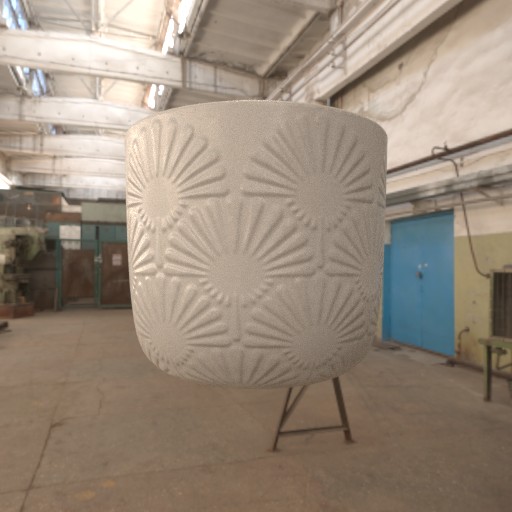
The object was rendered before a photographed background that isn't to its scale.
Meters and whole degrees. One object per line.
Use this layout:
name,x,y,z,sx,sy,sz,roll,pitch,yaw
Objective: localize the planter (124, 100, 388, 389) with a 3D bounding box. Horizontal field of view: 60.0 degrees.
planter,0.000,0.000,0.217,0.124,0.109,0.124,0,-1,0
